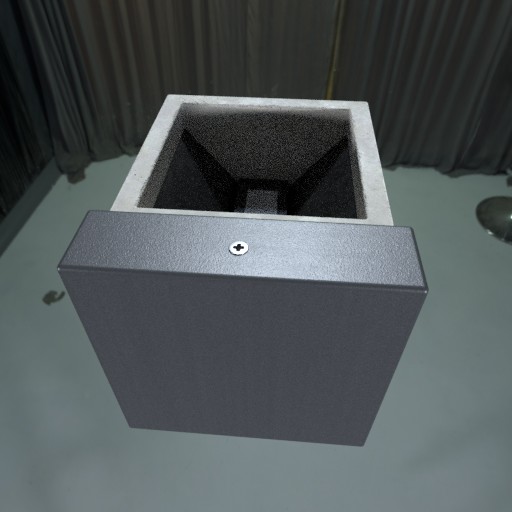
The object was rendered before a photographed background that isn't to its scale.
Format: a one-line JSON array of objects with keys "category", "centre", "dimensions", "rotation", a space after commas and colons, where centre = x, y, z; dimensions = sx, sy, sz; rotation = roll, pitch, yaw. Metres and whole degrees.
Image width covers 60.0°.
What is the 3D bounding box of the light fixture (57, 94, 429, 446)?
[{"category": "light fixture", "centre": [0.000, 0.000, 0.234], "dimensions": [0.121, 0.121, 0.143], "rotation": [3, 45, 3]}]
